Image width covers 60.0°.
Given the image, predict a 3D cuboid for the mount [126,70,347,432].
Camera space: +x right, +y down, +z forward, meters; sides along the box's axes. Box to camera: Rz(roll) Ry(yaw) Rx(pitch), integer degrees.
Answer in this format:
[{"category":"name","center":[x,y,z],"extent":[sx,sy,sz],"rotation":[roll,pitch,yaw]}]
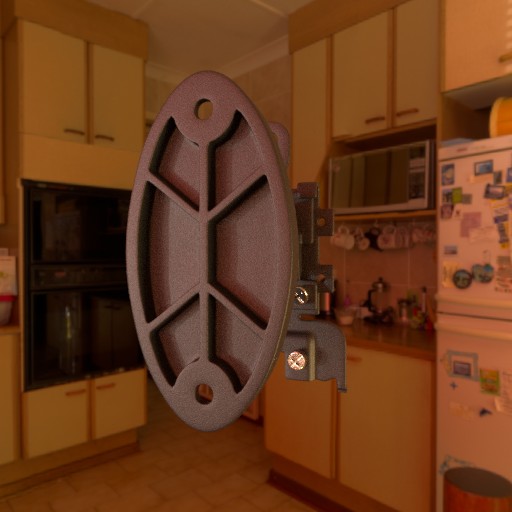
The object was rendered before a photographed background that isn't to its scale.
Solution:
[{"category":"mount","center":[0.000,0.000,0.175],"extent":[0.066,0.118,0.100],"rotation":[0,1,18]}]
